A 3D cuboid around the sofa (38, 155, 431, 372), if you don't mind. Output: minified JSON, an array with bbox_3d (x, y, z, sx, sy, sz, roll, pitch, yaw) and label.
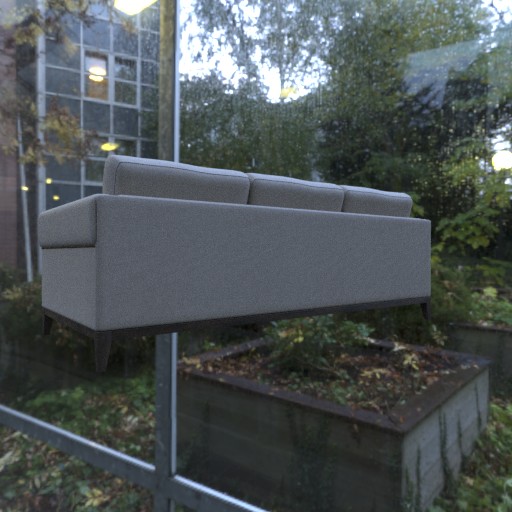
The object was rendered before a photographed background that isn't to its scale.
[{"bbox_3d":[0.000,0.000,2.651,2.210,0.838,0.959,0,1,-37],"label":"sofa"}]
